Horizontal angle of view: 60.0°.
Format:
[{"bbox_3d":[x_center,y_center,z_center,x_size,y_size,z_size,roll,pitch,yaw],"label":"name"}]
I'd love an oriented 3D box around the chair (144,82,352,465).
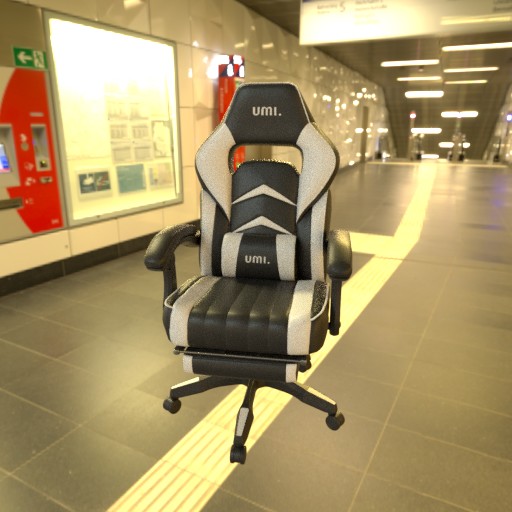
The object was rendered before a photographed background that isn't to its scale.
[{"bbox_3d":[0.000,0.000,1.570,0.676,1.200,0.700,3,16,9],"label":"chair"}]
